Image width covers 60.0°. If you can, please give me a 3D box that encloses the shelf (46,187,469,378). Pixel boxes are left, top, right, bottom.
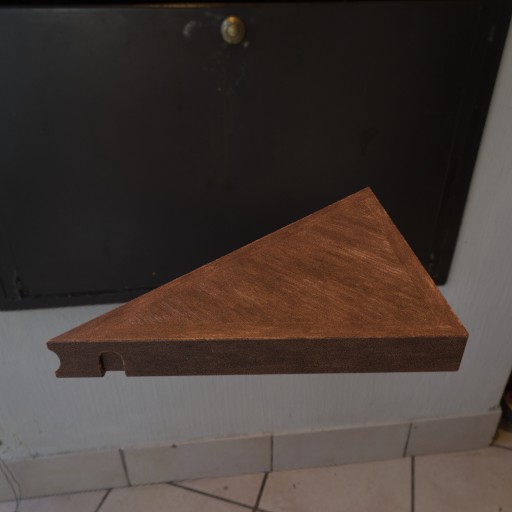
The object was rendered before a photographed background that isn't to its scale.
[{"bbox_3d":[0.000,0.000,0.445,0.296,0.035,0.296,-1,29,-1],"label":"shelf"}]
